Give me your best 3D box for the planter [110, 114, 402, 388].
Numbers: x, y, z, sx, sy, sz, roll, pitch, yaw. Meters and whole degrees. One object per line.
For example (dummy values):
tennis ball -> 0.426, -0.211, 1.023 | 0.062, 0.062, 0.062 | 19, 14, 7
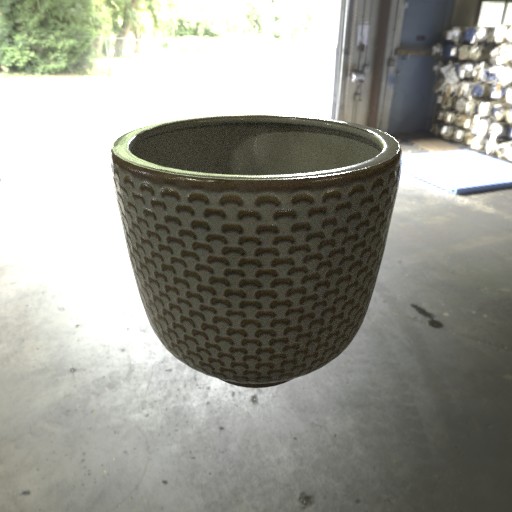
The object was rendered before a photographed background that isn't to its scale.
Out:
planter -> 0.000, 0.000, 0.245 | 0.139, 0.130, 0.139 | 0, 27, 0
